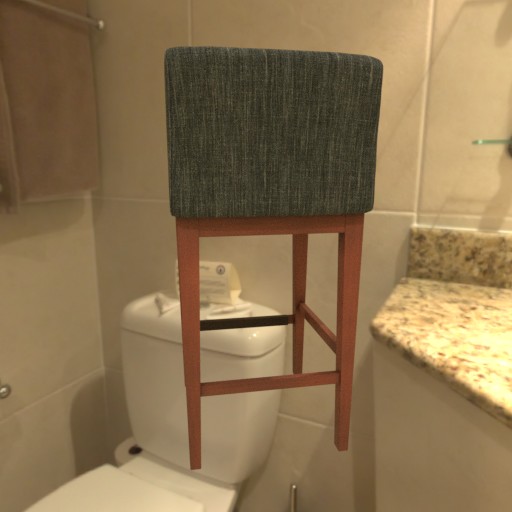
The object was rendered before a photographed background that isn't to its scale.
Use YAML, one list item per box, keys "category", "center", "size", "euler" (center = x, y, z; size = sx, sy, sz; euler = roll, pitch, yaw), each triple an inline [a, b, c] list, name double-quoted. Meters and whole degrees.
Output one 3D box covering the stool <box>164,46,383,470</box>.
- category: "stool"
  center: [0.000, 0.000, 1.060]
  size: [0.395, 0.835, 0.459]
  euler: [-2, 12, -11]
